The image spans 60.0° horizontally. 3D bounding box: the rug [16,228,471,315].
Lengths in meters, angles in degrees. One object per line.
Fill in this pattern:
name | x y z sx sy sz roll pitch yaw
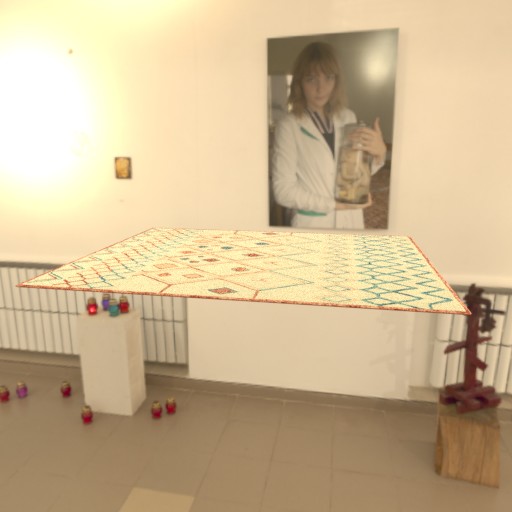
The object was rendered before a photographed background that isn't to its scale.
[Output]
rug | 0.000 0.000 4.059 3.050 0.016 2.441 2 14 10
